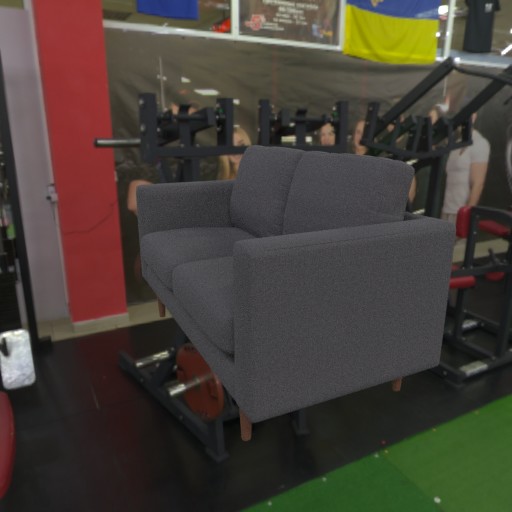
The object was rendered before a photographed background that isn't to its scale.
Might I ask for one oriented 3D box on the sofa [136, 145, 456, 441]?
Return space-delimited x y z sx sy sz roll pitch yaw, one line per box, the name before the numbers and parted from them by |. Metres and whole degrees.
sofa | 0.000 0.000 1.962 0.796 0.908 1.430 -8 18 -25
